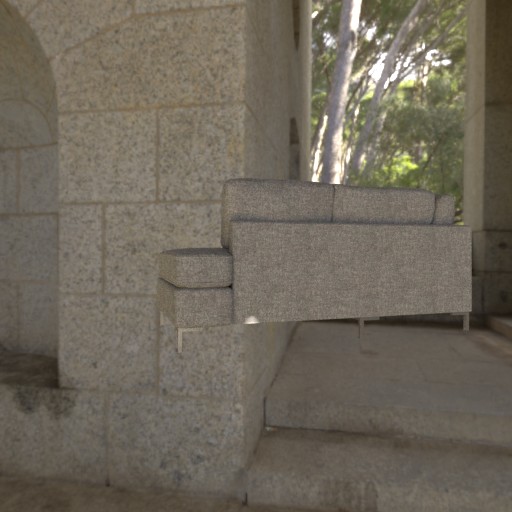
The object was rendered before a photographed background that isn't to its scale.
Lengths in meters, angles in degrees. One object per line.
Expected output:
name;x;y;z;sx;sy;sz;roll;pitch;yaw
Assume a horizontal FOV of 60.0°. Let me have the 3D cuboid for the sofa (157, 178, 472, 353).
sofa;0.000;0.000;4.329;2.048;0.999;3.423;0;1;-18
